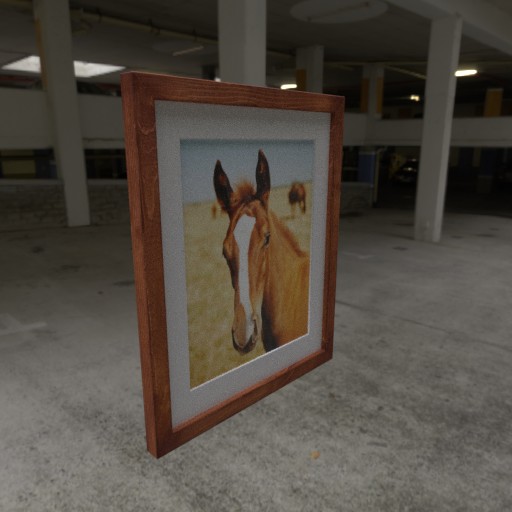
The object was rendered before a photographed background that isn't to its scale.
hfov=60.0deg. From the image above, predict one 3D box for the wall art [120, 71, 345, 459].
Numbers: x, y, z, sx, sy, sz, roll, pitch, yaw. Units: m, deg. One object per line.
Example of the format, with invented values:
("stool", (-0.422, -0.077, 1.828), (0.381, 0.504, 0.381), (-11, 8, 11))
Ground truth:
("wall art", (0.000, 0.000, 0.781), (0.030, 0.558, 0.462), (14, 20, 43))
